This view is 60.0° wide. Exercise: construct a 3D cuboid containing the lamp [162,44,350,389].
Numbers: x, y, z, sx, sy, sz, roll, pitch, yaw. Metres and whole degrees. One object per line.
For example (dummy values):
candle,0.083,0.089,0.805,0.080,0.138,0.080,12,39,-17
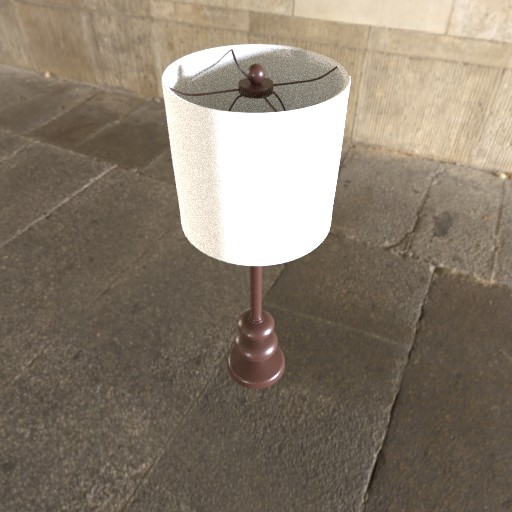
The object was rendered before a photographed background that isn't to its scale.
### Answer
lamp,0.000,0.000,0.823,0.254,0.690,0.254,-12,43,-13
